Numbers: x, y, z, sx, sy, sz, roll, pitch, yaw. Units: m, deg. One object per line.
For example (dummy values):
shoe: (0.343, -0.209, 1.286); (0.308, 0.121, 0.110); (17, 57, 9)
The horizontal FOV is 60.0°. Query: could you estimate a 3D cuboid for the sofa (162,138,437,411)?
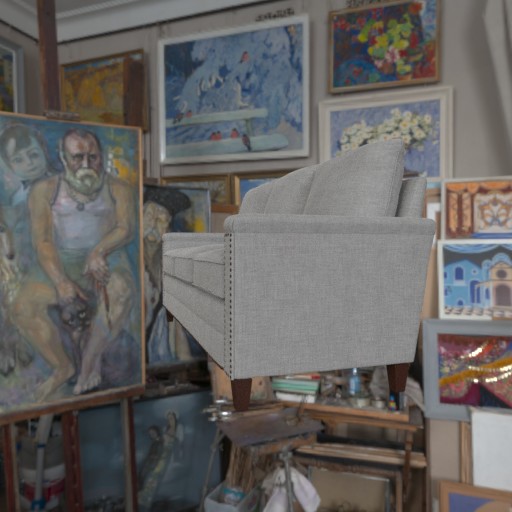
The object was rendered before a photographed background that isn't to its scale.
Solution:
sofa: (0.000, 0.000, 2.398); (0.828, 0.959, 1.925); (0, 1, -18)
